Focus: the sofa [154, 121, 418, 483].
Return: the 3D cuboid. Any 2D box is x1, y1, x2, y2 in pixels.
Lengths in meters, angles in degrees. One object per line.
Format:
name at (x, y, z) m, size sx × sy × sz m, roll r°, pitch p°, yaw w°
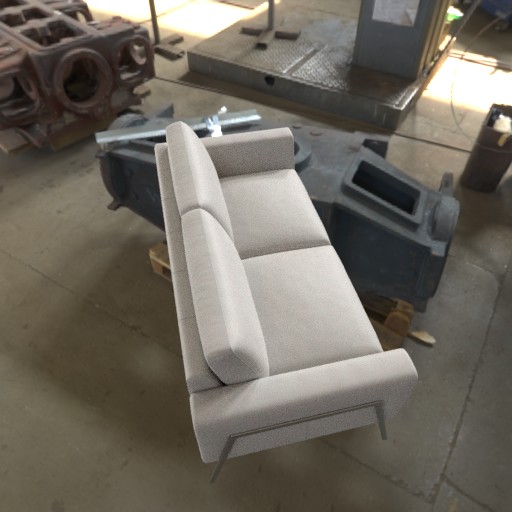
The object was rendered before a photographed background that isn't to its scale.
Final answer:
sofa at (0.000, 0.000, 2.550) m, size 0.953 × 0.875 × 2.017 m, roll -10°, pitch 48°, yaw -9°
